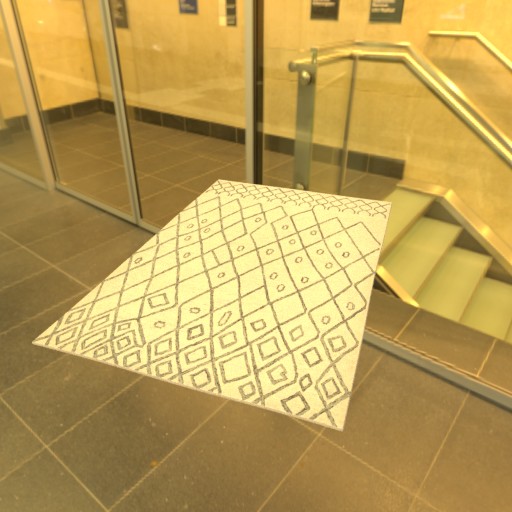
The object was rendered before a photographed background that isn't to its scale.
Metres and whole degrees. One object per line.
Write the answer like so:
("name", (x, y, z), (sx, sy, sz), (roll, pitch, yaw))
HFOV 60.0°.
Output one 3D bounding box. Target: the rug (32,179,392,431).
("rug", (0.000, 0.000, 2.301), (1.222, 0.015, 1.828), (10, 33, 16))
